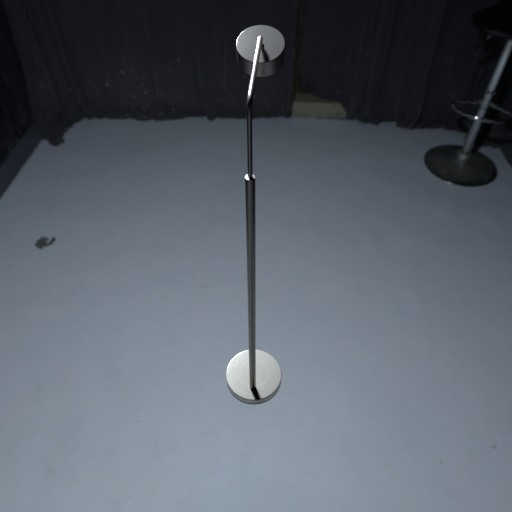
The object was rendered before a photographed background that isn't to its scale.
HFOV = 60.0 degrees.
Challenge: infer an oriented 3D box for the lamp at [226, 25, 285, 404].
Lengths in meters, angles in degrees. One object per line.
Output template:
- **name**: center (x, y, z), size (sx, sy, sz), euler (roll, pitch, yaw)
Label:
- **lamp**: center (0.000, 0.000, 1.414), size (0.222, 1.250, 0.421), euler (4, 47, 3)
